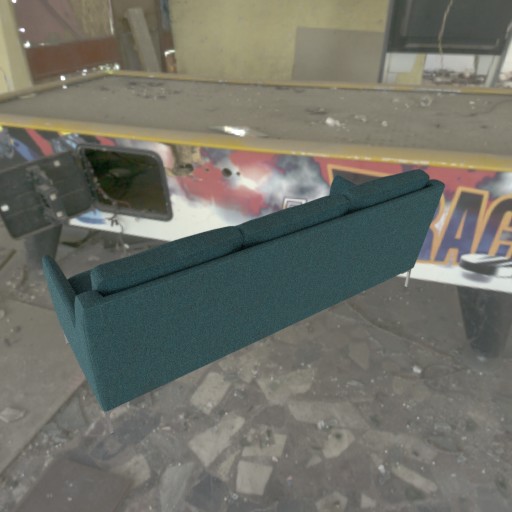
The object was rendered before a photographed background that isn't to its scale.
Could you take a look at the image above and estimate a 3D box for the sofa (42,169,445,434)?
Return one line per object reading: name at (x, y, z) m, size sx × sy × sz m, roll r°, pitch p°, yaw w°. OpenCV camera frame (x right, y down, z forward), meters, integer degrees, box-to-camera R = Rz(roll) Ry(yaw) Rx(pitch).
sofa at (0.000, 0.000, 2.469) m, size 2.060 × 0.837 × 0.849 m, roll -19°, pitch 36°, yaw -30°
